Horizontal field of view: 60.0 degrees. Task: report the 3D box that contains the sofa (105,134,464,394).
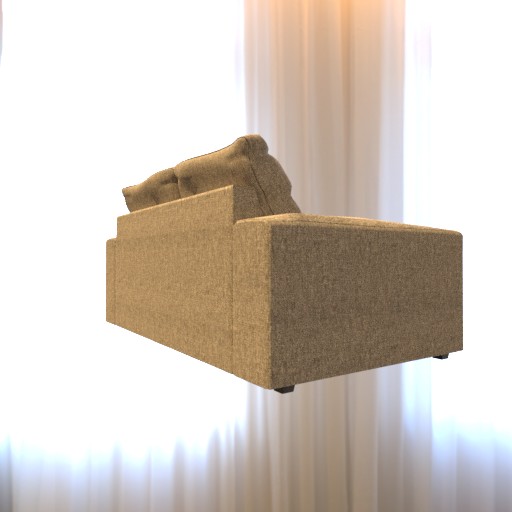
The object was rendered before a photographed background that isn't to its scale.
[{"bbox_3d":[0.000,0.000,2.347,1.094,0.877,1.758,0,-1,-34],"label":"sofa"}]
